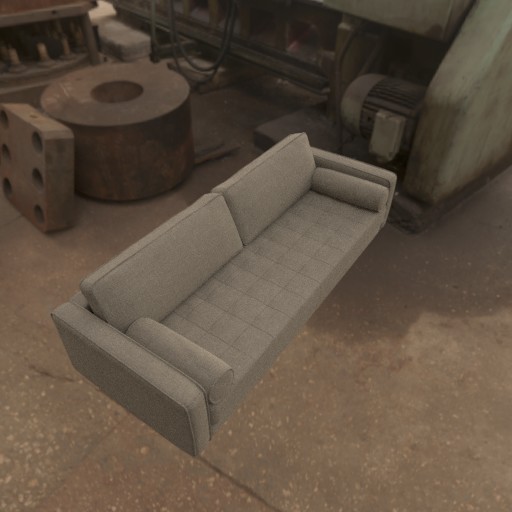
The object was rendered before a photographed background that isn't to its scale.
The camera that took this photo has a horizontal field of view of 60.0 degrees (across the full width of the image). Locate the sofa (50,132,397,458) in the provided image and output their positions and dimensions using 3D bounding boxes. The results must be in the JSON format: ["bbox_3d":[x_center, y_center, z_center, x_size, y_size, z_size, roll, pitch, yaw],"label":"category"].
[{"bbox_3d":[0.000,0.000,2.715,0.914,0.762,2.211,25,47,26],"label":"sofa"}]
